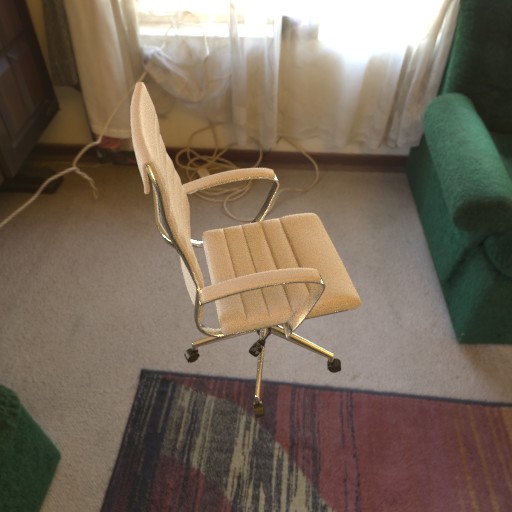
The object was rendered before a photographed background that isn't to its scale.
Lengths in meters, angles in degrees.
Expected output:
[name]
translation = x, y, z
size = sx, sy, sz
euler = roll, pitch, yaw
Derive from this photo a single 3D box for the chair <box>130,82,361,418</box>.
[chair]
translation = 0.000, 0.000, 1.595
size = 0.667, 1.149, 0.679
euler = -9, 46, -9
